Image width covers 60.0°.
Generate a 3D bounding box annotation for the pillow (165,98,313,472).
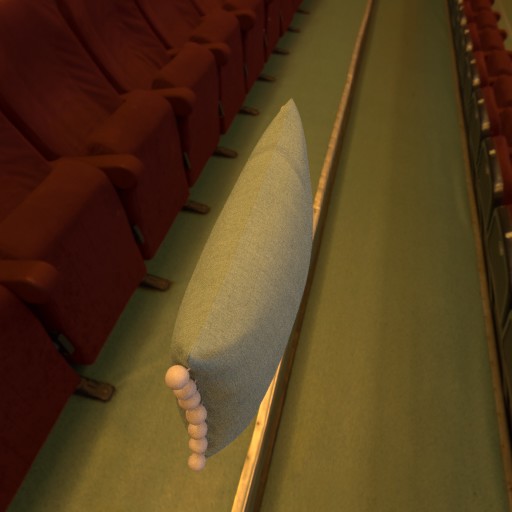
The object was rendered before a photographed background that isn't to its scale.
[{"bbox_3d":[0.000,0.000,0.841,0.201,0.322,0.709,10,46,10],"label":"pillow"}]
